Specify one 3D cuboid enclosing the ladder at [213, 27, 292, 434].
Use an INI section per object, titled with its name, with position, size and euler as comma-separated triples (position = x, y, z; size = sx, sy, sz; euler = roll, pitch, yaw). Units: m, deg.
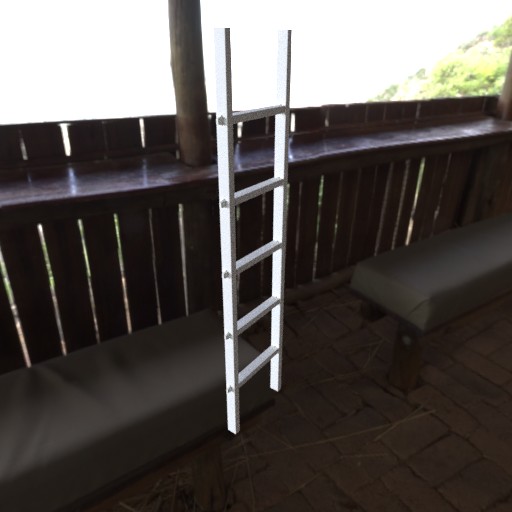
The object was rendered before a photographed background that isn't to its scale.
[ladder]
position = 0.000, 0.000, 1.967
size = 0.051, 1.797, 0.452
euler = 18, 31, 32
